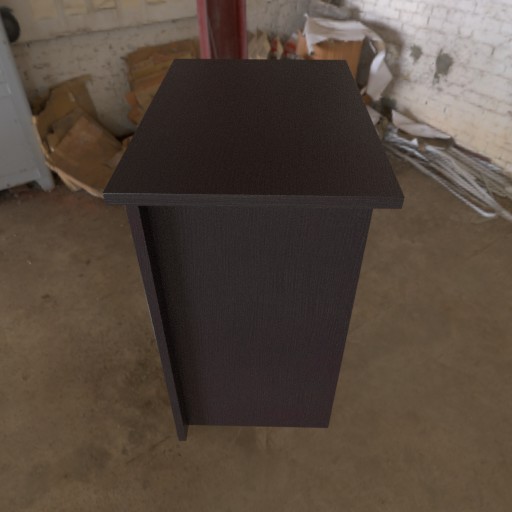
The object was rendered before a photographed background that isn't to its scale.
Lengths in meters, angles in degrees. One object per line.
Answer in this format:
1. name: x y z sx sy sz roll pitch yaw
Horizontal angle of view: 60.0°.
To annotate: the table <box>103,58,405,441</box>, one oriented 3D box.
1. table: 0.000 0.000 1.045 0.408 0.711 0.589 1 40 1
